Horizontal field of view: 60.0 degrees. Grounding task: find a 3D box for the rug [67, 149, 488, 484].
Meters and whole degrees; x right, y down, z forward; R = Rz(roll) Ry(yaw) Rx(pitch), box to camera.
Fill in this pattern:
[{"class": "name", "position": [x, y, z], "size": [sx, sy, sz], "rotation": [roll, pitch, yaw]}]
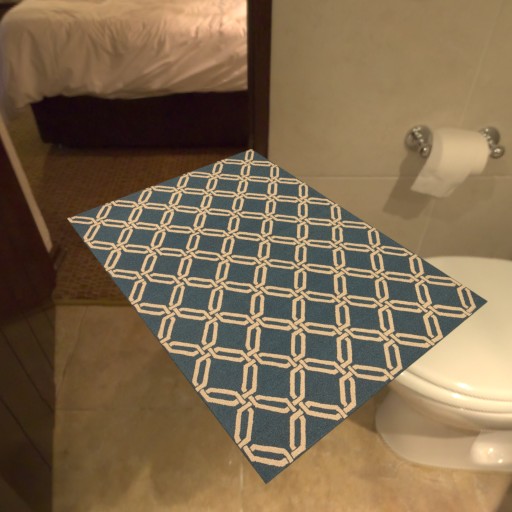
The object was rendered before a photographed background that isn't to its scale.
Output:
[{"class": "rug", "position": [0.000, 0.000, 4.218], "size": [2.432, 0.018, 3.342], "rotation": [-27, 49, -27]}]
